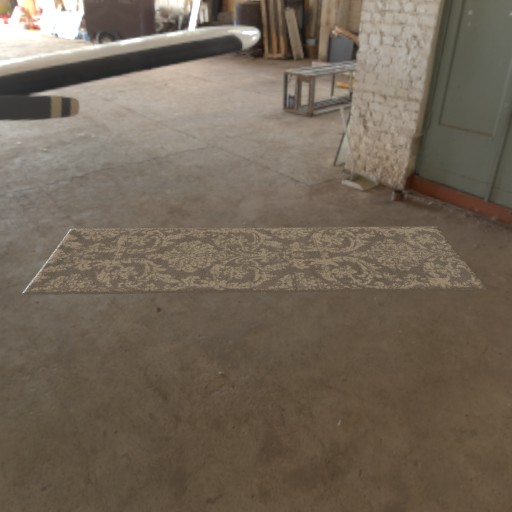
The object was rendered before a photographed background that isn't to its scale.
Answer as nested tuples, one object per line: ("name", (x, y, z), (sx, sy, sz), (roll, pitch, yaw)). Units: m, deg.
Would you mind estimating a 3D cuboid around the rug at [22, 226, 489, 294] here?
("rug", (0.000, 0.000, 2.367), (2.196, 0.011, 0.662), (0, 31, -1))
